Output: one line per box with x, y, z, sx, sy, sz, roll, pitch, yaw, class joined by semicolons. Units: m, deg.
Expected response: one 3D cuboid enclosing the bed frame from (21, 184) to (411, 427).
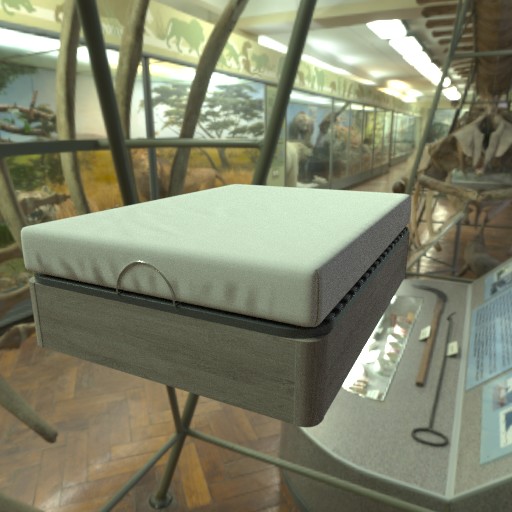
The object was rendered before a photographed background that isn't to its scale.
0.000;0.000;2.501;1.400;0.561;1.900;8;17;26;bed frame
